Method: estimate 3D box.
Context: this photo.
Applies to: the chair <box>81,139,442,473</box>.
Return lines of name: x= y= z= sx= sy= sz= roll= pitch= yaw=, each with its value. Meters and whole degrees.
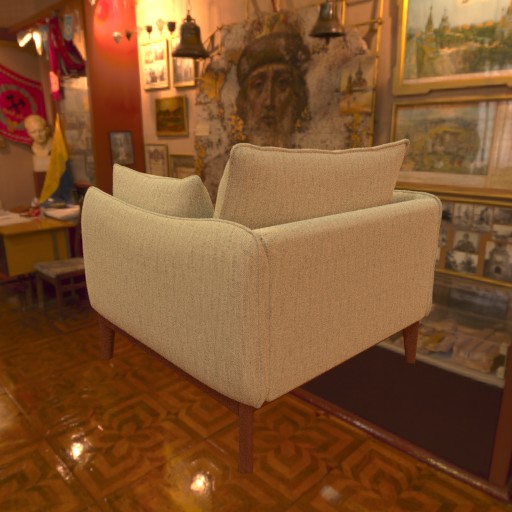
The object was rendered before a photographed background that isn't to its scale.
chair: x=0.000 y=0.000 z=1.673 sx=0.994 sy=0.855 sz=0.991 roll=-13 pitch=20 yaw=-41
